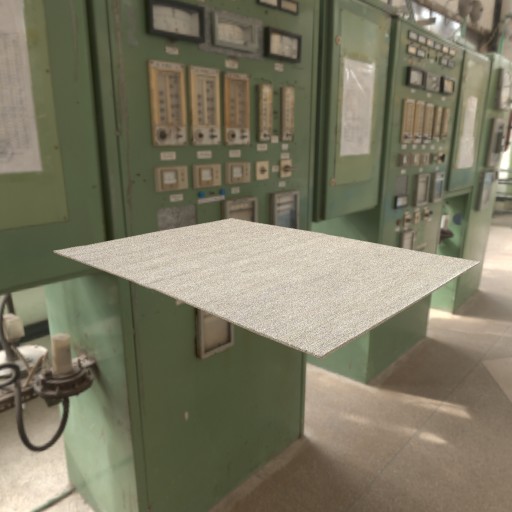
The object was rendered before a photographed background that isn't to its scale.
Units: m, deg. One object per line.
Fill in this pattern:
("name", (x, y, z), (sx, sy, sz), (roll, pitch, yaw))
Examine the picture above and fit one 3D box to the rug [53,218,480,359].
("rug", (0.000, 0.000, 4.688), (3.626, 0.051, 2.757), (14, 20, 42))
